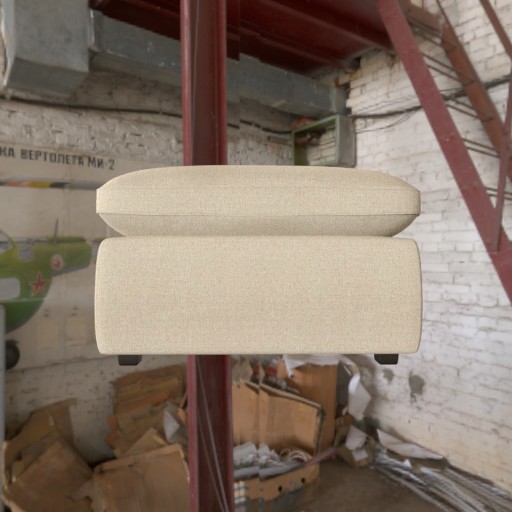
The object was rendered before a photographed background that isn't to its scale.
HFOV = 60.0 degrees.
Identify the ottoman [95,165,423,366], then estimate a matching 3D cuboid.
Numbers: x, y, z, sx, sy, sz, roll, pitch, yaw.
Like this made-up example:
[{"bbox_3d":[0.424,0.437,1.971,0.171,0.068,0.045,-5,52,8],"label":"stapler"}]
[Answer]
[{"bbox_3d":[0.000,0.000,1.352,0.686,0.453,0.984,0,0,-1],"label":"ottoman"}]
